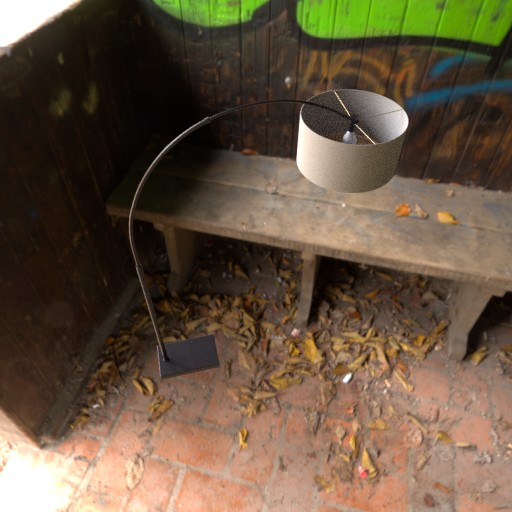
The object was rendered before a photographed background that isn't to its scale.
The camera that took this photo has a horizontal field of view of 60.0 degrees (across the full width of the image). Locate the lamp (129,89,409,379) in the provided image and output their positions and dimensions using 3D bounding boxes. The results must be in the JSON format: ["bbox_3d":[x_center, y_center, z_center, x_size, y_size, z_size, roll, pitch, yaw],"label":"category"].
[{"bbox_3d":[0.000,0.000,2.592,1.424,1.927,0.493,-10,48,-9],"label":"lamp"}]
